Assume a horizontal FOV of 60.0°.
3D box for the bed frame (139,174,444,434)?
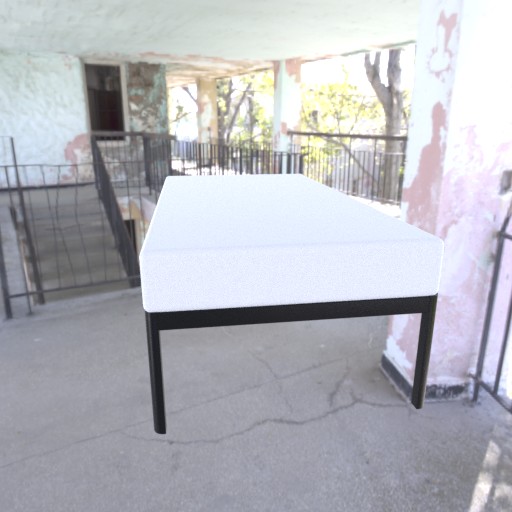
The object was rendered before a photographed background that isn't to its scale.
[{"bbox_3d":[0.000,0.000,2.416,1.023,0.659,1.950,-3,17,-8],"label":"bed frame"}]
